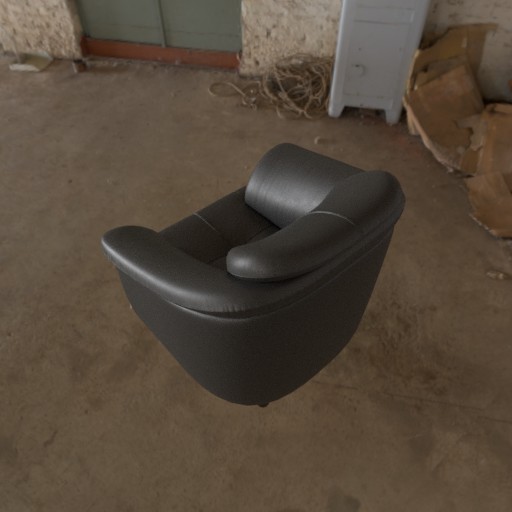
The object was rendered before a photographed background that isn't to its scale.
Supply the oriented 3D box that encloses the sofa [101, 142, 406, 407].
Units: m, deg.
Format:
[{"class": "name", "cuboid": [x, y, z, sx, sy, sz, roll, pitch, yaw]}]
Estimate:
[{"class": "sofa", "cuboid": [0.000, 0.000, 1.570, 0.870, 0.811, 0.794, -33, 55, -27]}]
